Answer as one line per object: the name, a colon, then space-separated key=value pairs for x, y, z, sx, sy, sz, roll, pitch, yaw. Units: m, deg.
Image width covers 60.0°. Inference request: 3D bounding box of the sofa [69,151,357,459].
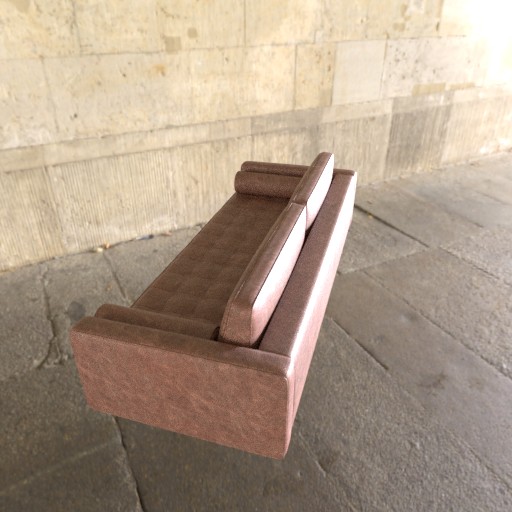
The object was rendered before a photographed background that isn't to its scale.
sofa: x=0.000 y=0.000 z=2.609 sx=0.914 sy=0.762 sz=2.210 roll=9 pitch=31 yaw=15
